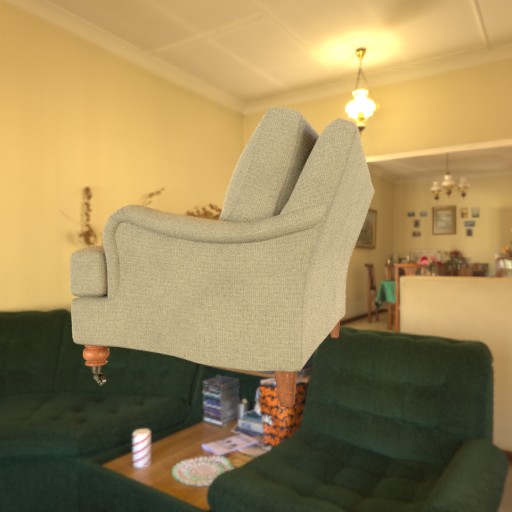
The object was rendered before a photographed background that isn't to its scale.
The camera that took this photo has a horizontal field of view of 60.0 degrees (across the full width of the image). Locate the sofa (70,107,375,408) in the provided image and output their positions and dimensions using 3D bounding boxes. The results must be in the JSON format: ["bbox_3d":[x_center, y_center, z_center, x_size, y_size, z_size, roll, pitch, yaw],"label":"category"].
[{"bbox_3d":[0.000,0.000,2.191,1.087,0.999,1.480,0,0,17],"label":"sofa"}]
